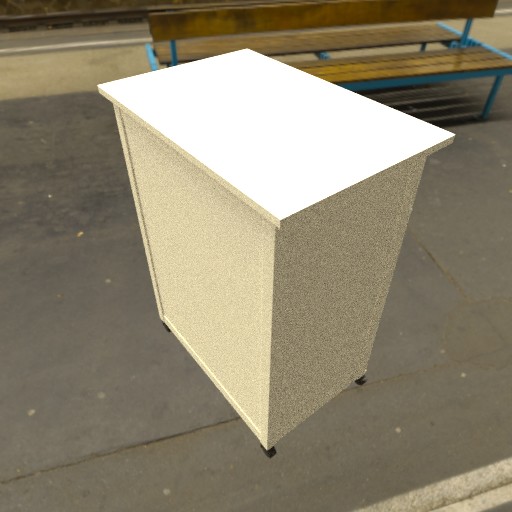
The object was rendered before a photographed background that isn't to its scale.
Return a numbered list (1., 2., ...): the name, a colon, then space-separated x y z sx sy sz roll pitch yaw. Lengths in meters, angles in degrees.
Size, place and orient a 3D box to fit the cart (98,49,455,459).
1. cart: 0.000 0.000 1.241 0.442 0.864 0.683 -27 48 -27
